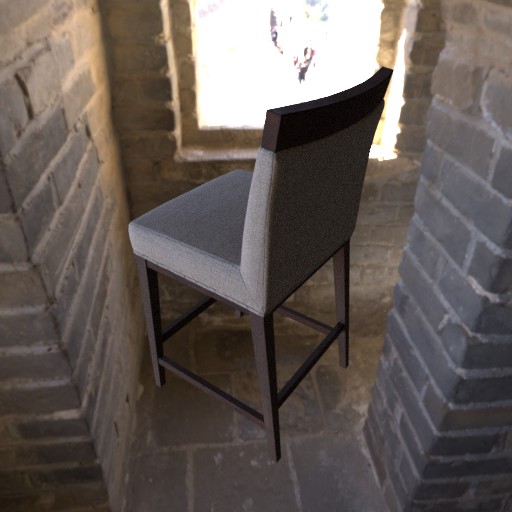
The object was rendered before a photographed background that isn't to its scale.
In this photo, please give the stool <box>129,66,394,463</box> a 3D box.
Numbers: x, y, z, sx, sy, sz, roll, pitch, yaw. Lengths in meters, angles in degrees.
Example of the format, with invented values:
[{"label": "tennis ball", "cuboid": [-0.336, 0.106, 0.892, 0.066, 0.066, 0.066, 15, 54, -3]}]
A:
[{"label": "stool", "cuboid": [0.000, 0.000, 1.299, 0.531, 1.009, 0.512, 21, 38, 30]}]
